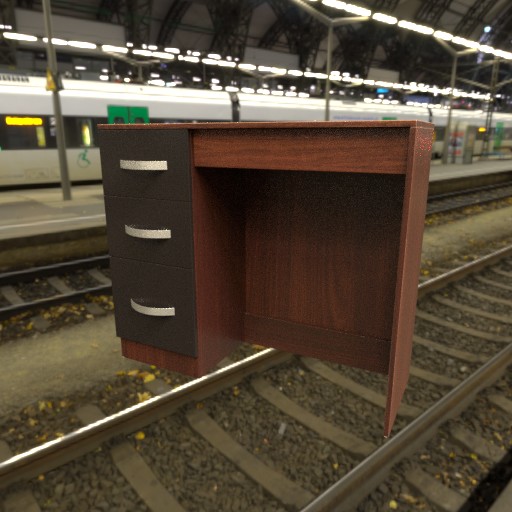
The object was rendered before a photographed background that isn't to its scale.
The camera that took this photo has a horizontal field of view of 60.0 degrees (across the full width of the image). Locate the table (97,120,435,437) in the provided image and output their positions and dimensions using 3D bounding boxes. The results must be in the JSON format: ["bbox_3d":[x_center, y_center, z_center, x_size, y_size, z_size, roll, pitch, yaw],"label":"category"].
[{"bbox_3d":[0.000,0.000,1.383,0.930,0.790,0.380,8,17,26],"label":"table"}]
